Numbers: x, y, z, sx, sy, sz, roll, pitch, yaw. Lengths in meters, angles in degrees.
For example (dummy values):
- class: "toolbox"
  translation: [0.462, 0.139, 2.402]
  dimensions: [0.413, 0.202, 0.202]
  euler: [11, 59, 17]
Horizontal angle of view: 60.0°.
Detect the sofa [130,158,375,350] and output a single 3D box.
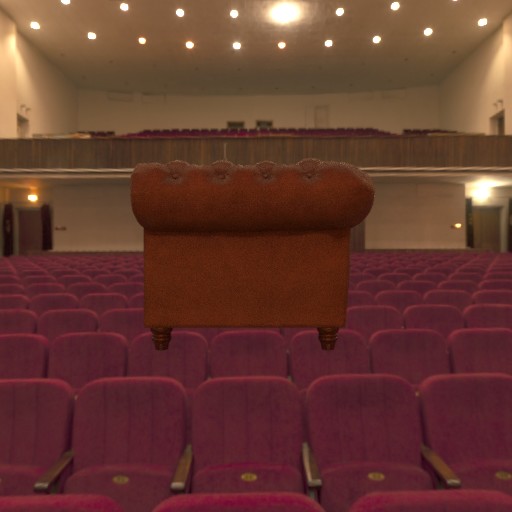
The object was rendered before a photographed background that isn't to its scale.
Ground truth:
- class: "sofa"
  translation: [0.000, 0.000, 2.798]
  dimensions: [0.944, 0.783, 2.385]
  euler: [0, 0, 0]
